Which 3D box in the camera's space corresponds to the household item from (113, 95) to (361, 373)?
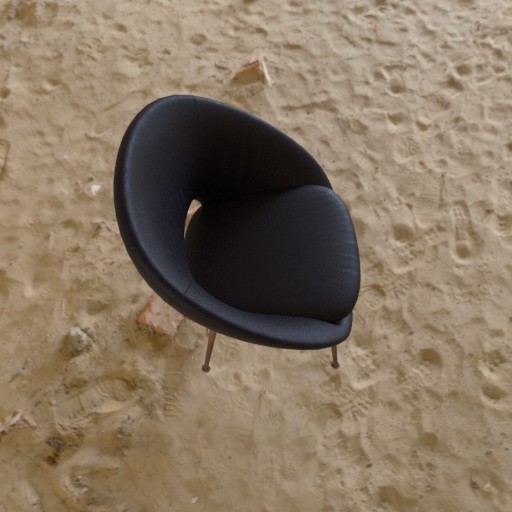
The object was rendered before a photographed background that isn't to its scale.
[{"bbox_3d":[0.000,0.000,1.252,0.573,0.852,0.623,-1,63,-1],"label":"household item"}]
